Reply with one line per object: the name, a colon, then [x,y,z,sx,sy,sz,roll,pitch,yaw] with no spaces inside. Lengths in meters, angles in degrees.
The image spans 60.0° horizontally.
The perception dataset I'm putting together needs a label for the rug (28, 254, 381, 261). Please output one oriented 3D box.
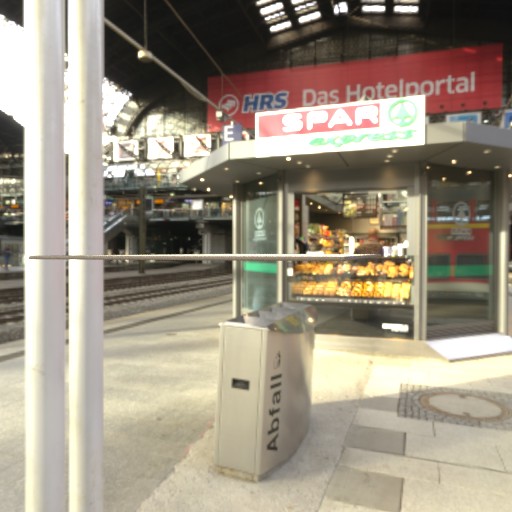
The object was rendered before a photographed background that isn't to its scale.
rug: [0.000,0.000,2.115,1.067,0.013,1.676,0,0,19]
